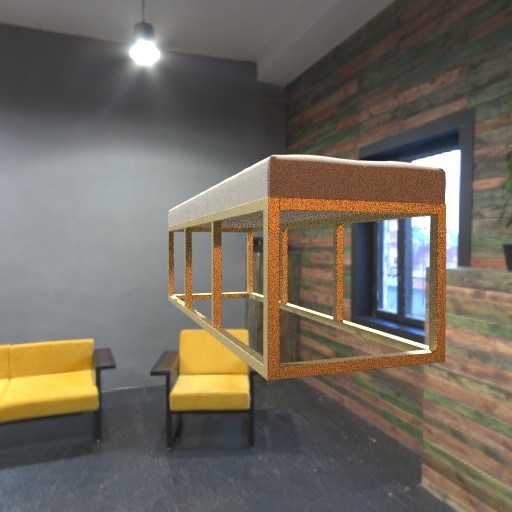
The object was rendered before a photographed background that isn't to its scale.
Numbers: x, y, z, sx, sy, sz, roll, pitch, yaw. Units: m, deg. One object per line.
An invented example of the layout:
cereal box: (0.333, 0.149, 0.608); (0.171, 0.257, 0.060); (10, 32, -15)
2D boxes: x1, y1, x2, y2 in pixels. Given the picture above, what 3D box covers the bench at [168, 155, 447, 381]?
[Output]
bench: (0.000, 0.000, 1.680); (0.457, 0.484, 1.473); (0, 1, -19)
